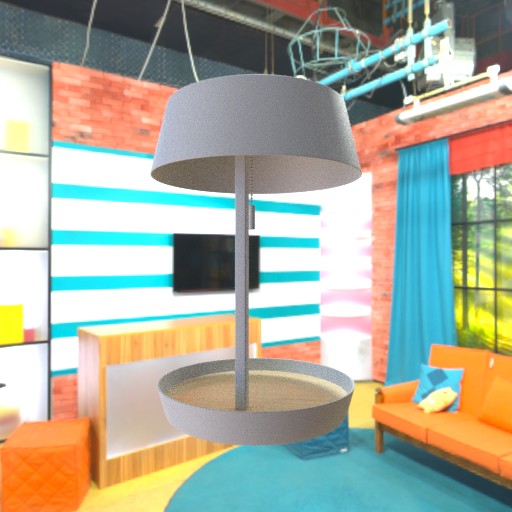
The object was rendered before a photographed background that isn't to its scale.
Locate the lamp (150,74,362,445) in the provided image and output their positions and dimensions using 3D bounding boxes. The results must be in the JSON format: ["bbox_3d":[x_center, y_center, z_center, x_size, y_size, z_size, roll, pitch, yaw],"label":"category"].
[{"bbox_3d":[0.000,0.000,0.624,0.291,0.429,0.291,0,0,0],"label":"lamp"}]
